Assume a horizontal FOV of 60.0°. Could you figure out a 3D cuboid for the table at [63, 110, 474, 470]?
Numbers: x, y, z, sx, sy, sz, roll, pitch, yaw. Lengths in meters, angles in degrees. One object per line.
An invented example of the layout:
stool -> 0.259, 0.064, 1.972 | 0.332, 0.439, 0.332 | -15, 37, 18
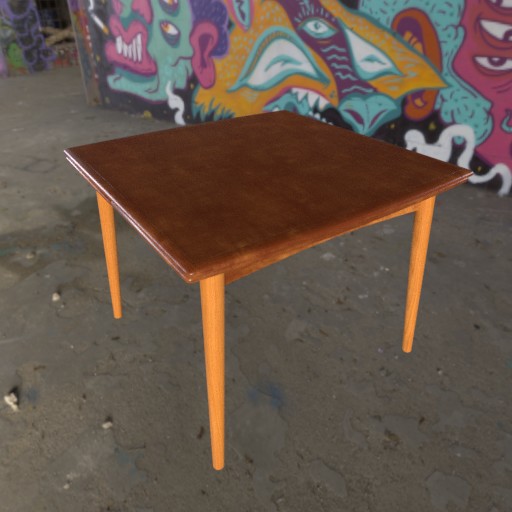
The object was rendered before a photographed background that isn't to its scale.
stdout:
table -> 0.000, 0.000, 1.653 | 0.991, 0.754, 0.991 | -20, 37, -29
